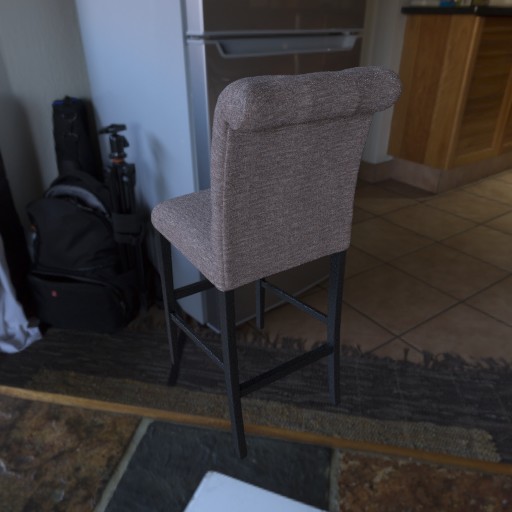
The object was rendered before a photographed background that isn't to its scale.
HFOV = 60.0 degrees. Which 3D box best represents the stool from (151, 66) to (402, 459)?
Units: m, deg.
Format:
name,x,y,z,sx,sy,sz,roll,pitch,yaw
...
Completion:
name,x,y,z,sx,sy,sz,roll,pitch,yaw
stool,0.000,0.000,1.397,0.452,1.131,0.613,-18,34,-28
